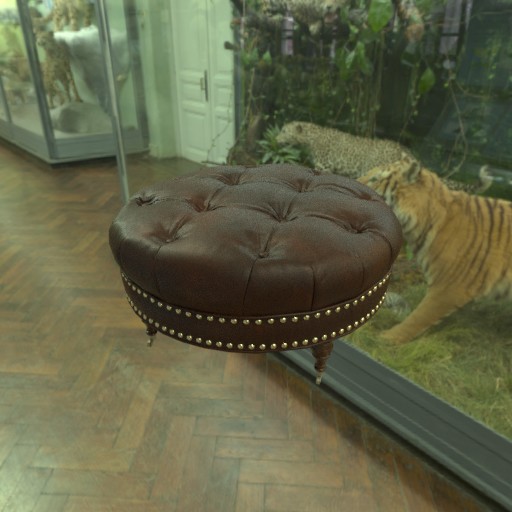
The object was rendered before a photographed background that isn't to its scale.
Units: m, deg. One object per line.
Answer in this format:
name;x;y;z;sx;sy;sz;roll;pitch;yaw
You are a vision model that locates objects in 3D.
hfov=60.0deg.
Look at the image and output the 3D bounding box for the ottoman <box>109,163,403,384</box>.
ottoman;0.000;0.000;1.452;0.901;0.455;0.901;0;27;0
